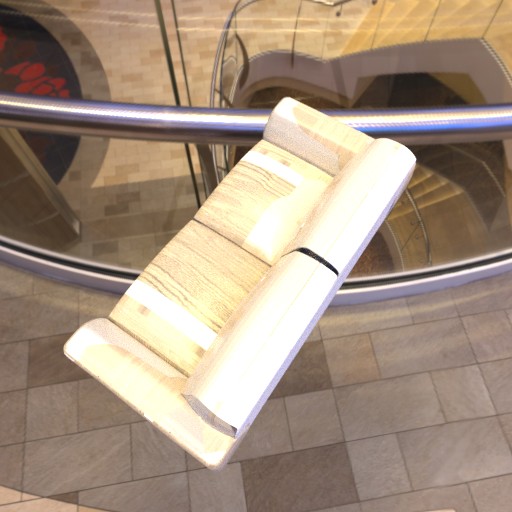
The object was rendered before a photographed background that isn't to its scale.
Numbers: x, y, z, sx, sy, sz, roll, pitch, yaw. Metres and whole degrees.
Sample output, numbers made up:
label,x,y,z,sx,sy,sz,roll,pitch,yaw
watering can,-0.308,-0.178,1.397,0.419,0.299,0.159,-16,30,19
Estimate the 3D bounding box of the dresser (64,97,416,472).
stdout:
label,x,y,z,sx,sy,sz,roll,pitch,yaw
dresser,0.000,0.000,5.768,2.251,1.863,4.679,32,68,14
